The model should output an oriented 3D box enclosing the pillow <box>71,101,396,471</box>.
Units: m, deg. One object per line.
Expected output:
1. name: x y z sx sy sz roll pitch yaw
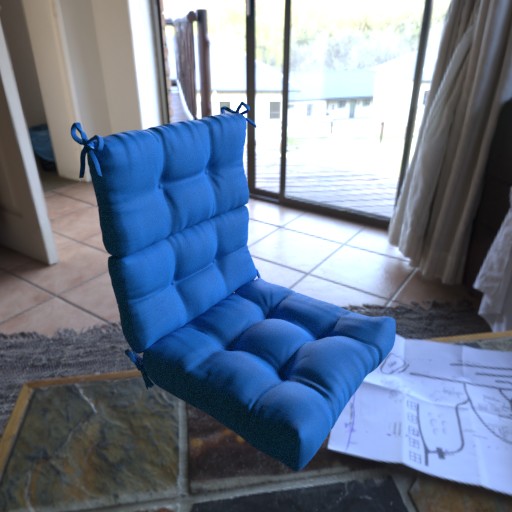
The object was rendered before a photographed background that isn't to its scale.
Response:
1. pillow: 0.000 0.000 1.014 0.571 0.605 0.519 18 31 32
